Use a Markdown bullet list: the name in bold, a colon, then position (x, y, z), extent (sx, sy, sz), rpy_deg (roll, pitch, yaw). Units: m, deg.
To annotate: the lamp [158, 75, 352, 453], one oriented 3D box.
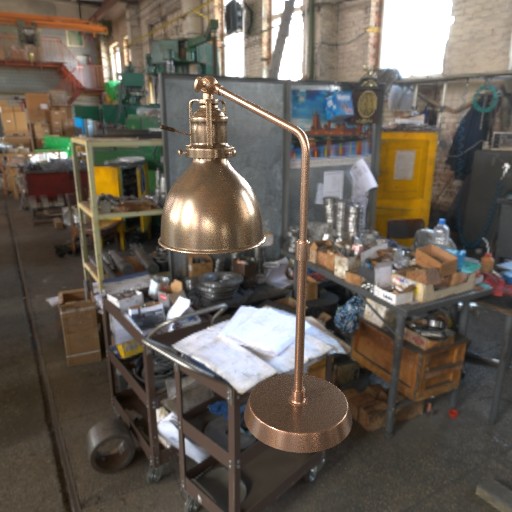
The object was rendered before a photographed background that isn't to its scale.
- **lamp**: position (0.000, 0.000, 0.595), extent (0.286, 0.456, 0.153), rpy_deg (8, 19, 25)
